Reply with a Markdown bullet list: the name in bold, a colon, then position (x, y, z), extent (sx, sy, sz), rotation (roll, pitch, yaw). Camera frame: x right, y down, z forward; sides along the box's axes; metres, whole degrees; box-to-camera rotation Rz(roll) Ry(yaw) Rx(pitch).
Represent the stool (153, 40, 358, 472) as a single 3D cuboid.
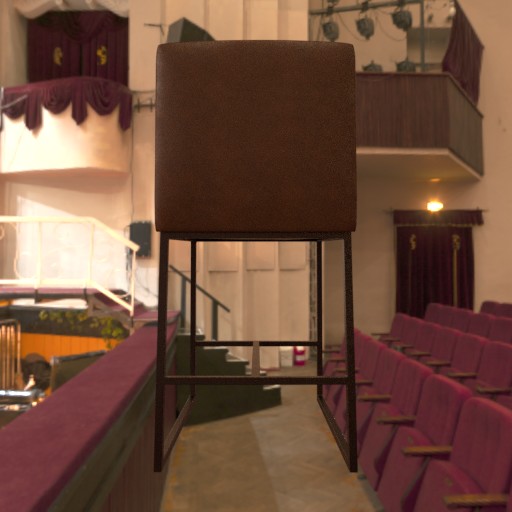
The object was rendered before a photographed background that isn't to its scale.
- **stool**: position (0.000, 0.000, 1.229), extent (0.463, 0.942, 0.562), rotation (0, -2, 0)
